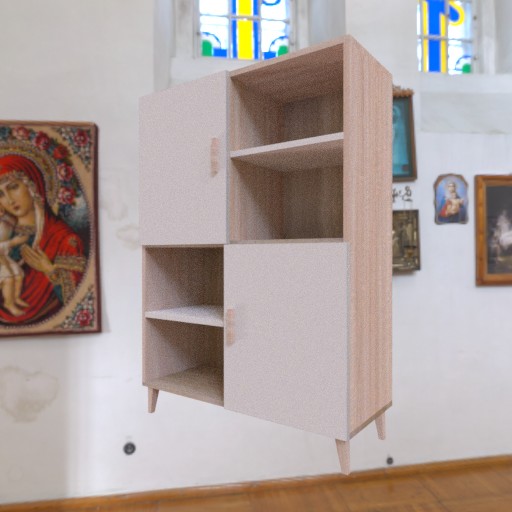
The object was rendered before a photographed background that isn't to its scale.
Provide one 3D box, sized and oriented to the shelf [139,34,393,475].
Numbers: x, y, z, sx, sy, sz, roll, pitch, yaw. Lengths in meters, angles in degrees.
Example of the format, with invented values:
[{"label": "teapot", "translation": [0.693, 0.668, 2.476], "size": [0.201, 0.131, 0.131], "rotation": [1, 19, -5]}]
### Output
[{"label": "shelf", "translation": [0.000, 0.000, 1.838], "size": [0.995, 1.405, 0.434], "rotation": [0, 0, 36]}]
